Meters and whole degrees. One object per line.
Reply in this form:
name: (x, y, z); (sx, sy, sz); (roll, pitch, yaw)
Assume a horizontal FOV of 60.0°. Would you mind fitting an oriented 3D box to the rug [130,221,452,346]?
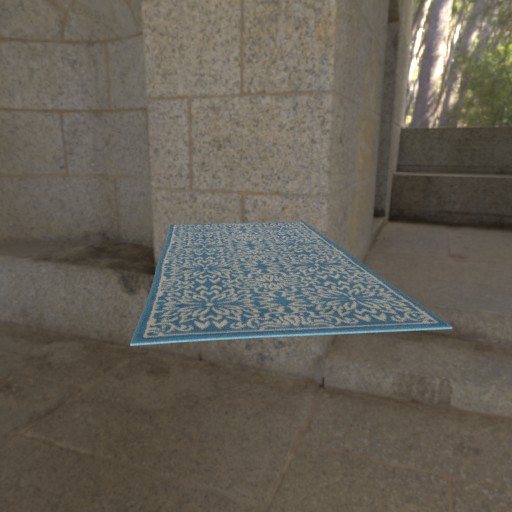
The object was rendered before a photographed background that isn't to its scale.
rug: (0.000, 0.000, 1.398); (0.604, 0.007, 1.219); (-2, 14, -7)
